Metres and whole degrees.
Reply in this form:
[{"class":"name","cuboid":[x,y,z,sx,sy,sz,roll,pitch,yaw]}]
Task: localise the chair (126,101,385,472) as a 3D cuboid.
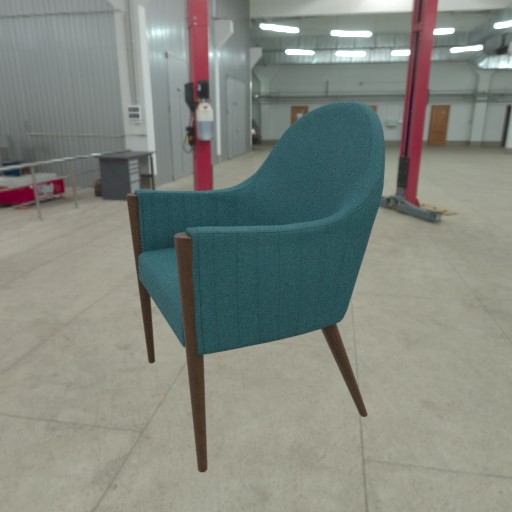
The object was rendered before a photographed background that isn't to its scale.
[{"class":"chair","cuboid":[0.000,0.000,1.362,0.652,0.907,0.656,-8,19,-24]}]
